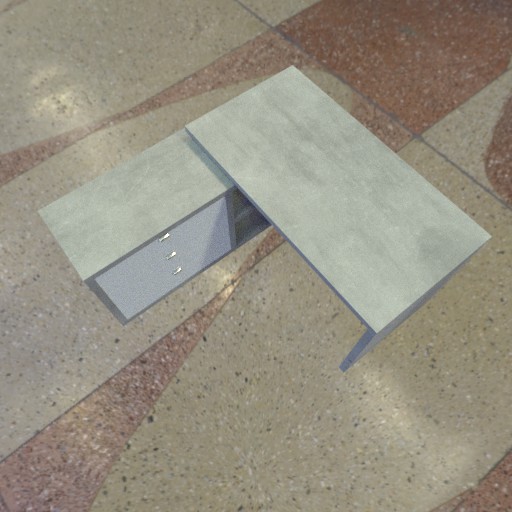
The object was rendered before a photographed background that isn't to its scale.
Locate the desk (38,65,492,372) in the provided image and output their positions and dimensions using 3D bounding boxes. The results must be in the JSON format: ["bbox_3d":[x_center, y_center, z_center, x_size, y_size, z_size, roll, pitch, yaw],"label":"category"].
[{"bbox_3d":[0.000,0.000,2.288,1.500,0.740,1.400,-35,69,-16],"label":"desk"}]
